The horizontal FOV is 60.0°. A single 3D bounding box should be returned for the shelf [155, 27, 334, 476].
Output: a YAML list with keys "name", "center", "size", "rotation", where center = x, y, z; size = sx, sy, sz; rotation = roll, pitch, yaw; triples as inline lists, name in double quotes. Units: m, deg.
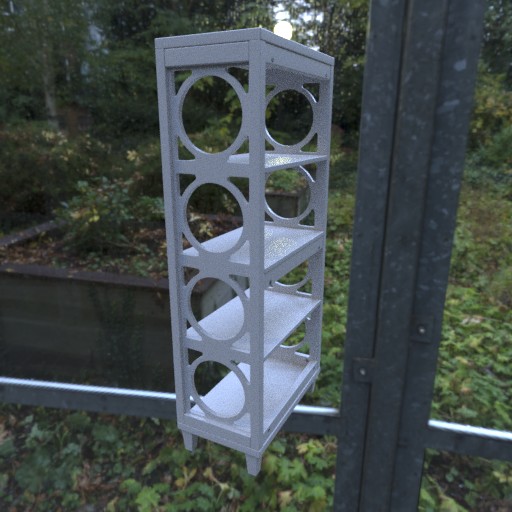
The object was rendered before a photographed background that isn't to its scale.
- name: "shelf"
  center: [0.000, 0.000, 1.652]
  size: [0.340, 1.411, 0.611]
  rotation: [8, 18, 26]
